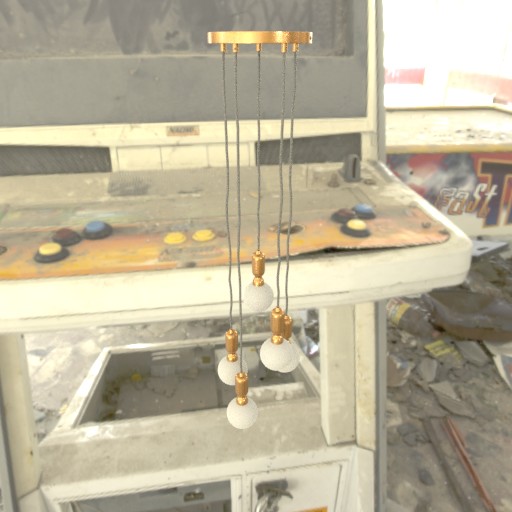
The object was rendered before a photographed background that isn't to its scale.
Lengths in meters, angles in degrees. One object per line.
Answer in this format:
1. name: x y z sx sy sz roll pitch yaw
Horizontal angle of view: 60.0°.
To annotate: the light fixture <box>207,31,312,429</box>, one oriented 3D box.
1. light fixture: 0.000 0.000 0.507 0.105 0.457 0.108 8 27 16
